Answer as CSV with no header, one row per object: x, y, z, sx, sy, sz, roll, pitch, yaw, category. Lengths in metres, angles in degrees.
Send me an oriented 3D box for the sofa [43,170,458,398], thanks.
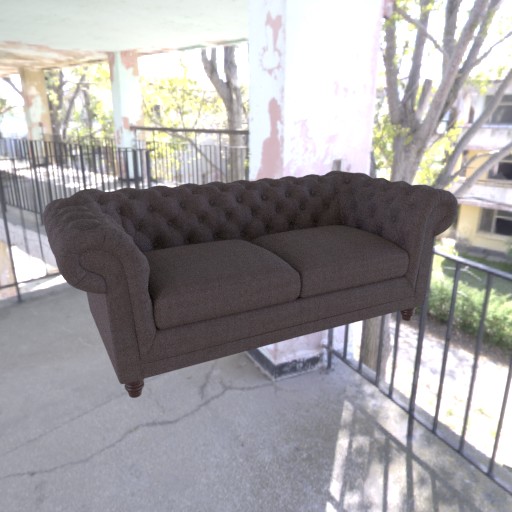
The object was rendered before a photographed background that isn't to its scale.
0.000,0.000,2.452,2.048,0.780,0.944,-9,20,-26,sofa
